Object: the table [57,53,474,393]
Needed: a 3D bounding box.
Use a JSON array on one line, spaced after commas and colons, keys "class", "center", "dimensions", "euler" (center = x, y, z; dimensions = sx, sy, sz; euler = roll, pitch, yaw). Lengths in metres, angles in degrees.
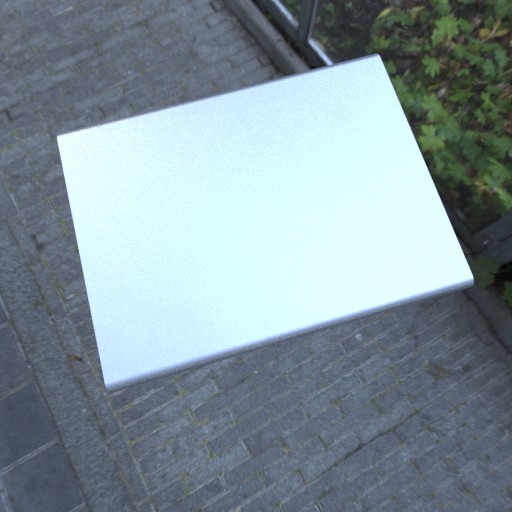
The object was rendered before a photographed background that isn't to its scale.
[{"class": "table", "center": [0.000, 0.000, 1.365], "dimensions": [0.762, 0.876, 0.584], "euler": [-16, 76, -4]}]
